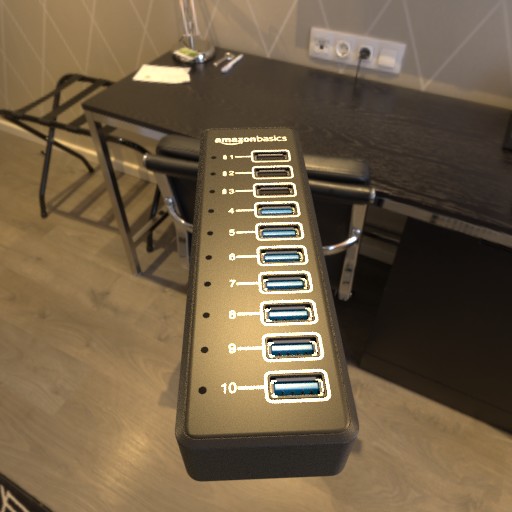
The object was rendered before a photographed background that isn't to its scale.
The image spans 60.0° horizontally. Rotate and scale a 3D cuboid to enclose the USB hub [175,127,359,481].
[{"bbox_3d":[0.000,0.000,0.161,0.044,0.023,0.145,-2,46,-2],"label":"USB hub"}]
